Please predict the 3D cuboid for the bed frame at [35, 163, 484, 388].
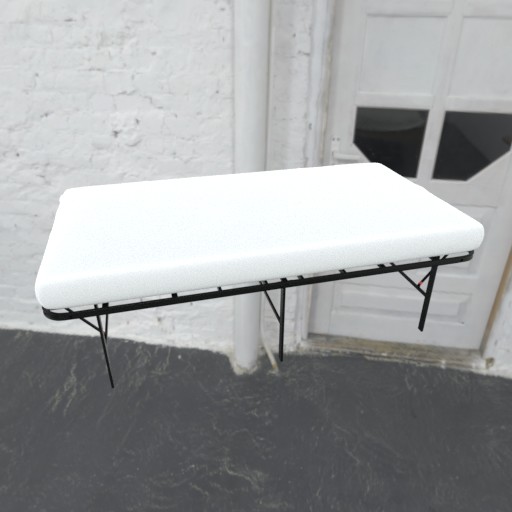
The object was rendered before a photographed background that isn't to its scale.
[{"bbox_3d":[0.000,0.000,2.305,1.903,0.619,0.989,-7,30,-13],"label":"bed frame"}]
